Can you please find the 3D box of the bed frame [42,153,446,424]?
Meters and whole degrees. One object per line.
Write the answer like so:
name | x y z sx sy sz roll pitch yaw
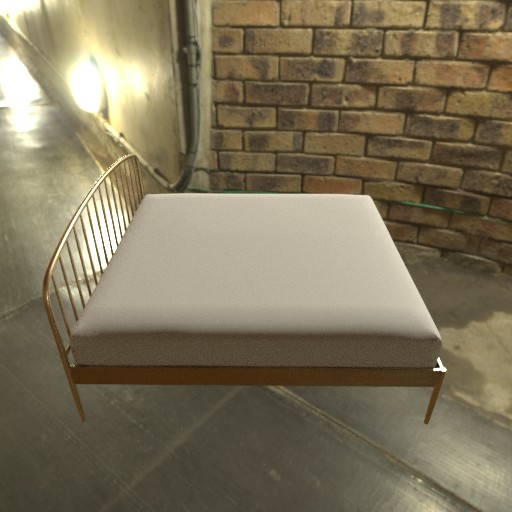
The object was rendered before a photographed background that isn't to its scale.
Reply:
bed frame | 0.000 0.000 3.270 2.152 1.174 2.016 0 32 0
